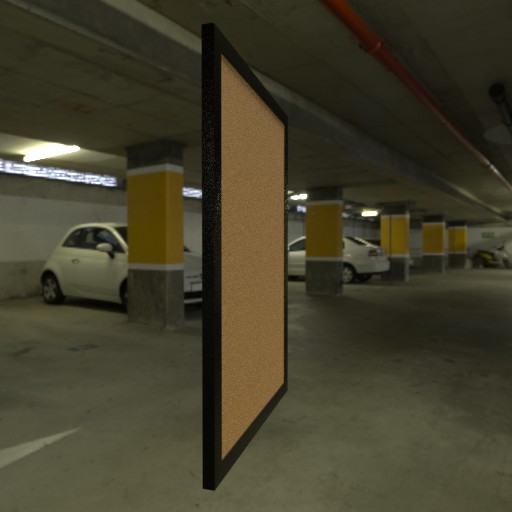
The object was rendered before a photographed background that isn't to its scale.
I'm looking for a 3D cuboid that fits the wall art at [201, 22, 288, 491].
[{"bbox_3d":[0.000,0.000,0.555,0.013,0.432,0.304,0,1,17],"label":"wall art"}]
